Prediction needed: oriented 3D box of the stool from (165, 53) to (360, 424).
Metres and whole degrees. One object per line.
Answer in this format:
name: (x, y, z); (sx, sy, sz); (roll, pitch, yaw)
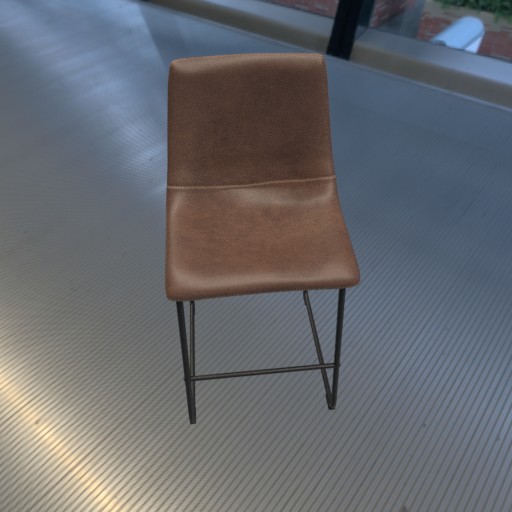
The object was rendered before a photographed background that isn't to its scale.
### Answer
stool: (0.000, 0.000, 1.228); (0.460, 0.890, 0.550); (-4, 47, -4)
